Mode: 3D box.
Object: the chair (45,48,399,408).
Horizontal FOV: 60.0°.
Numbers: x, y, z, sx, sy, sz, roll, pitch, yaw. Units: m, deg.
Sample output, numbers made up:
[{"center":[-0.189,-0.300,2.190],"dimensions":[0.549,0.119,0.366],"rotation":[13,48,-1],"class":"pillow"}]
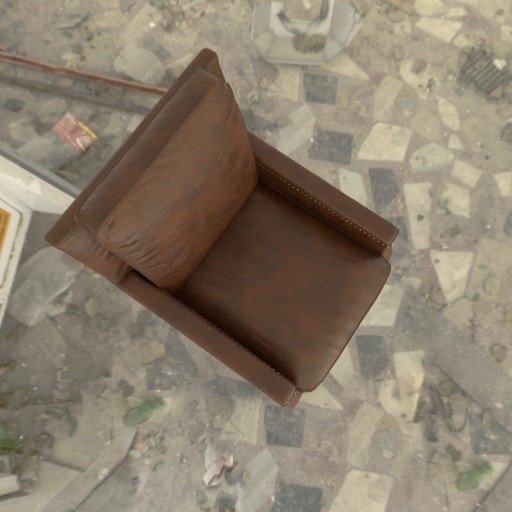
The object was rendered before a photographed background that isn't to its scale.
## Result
[{"center":[0.000,0.000,1.818],"dimensions":[1.035,1.054,0.854],"rotation":[34,78,8],"class":"chair"}]
